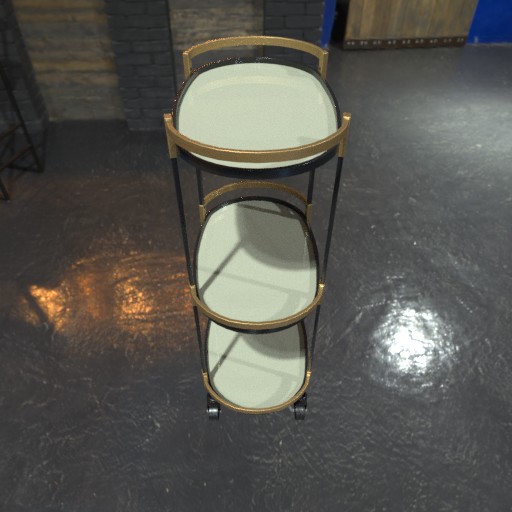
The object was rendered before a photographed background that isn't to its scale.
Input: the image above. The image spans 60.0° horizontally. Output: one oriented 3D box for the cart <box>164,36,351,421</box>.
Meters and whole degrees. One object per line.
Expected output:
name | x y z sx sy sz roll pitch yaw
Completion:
cart | 0.000 0.000 1.114 0.311 0.885 0.515 0 43 -1
